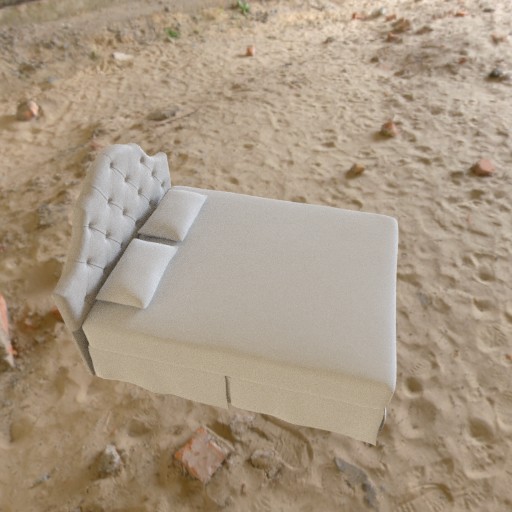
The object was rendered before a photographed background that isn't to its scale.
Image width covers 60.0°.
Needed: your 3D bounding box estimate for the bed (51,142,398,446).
[{"bbox_3d":[0.000,0.000,3.744,2.477,1.617,2.039,9,45,10],"label":"bed"}]
